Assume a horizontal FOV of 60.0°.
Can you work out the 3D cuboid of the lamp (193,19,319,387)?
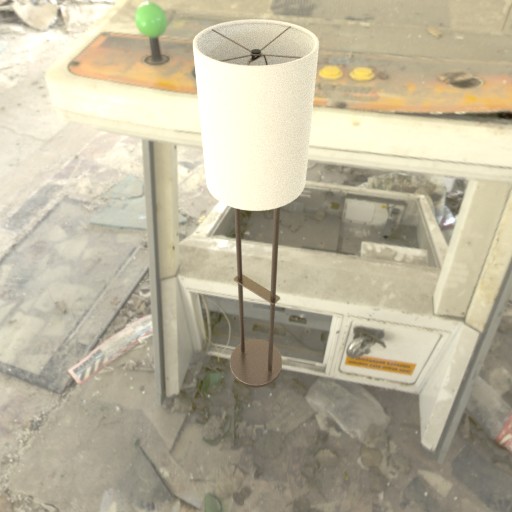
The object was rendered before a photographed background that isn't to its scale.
[{"bbox_3d":[0.000,0.000,1.614,0.306,1.500,0.305,30,53,26],"label":"lamp"}]
